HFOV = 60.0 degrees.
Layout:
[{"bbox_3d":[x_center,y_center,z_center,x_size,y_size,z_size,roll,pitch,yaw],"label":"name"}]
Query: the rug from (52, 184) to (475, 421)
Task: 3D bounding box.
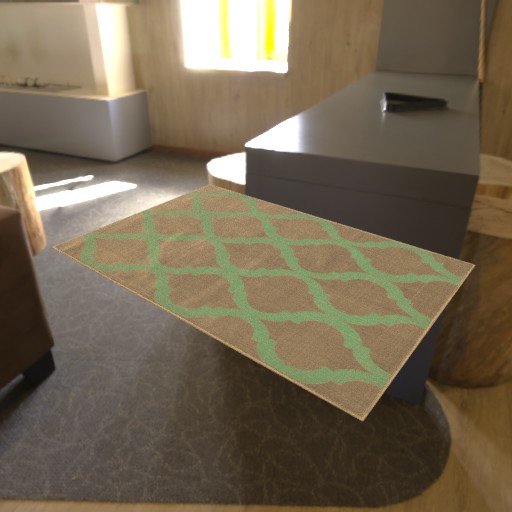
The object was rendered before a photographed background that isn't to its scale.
[{"bbox_3d":[0.000,0.000,2.869,2.286,0.006,1.524,22,36,33],"label":"rug"}]
